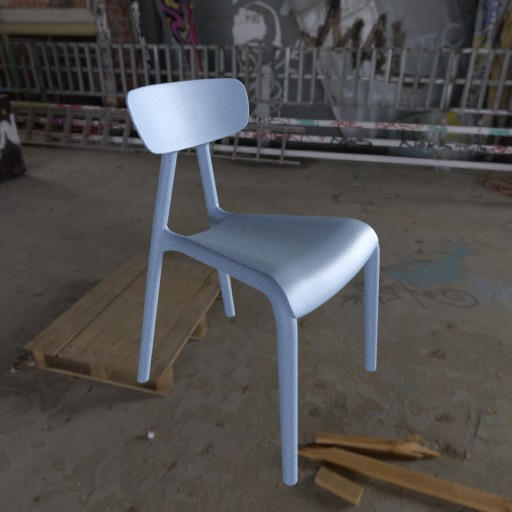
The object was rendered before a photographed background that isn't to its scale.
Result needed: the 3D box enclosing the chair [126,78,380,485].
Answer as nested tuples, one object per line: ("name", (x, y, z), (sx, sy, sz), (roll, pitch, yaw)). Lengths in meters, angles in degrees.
("chair", (0.000, 0.000, 0.817), (0.401, 0.580, 0.356), (18, 32, 31))
